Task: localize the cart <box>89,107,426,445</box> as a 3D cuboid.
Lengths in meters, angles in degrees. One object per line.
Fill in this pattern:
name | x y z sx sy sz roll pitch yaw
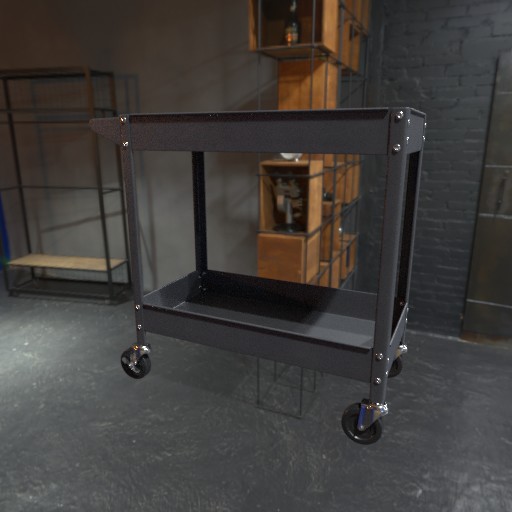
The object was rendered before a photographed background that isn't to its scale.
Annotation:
cart | 0.000 0.000 1.182 0.779 0.719 0.366 7 17 24
